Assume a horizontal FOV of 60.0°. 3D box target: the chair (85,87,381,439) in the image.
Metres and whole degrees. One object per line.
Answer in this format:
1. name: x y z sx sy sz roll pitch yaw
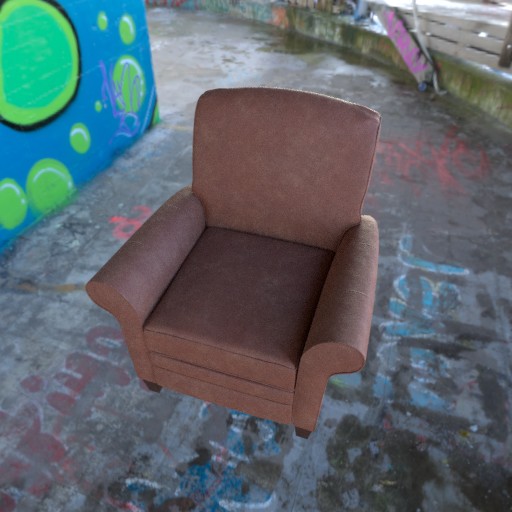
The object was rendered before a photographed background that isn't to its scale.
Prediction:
1. chair: 0.000 0.000 1.795 0.978 1.061 0.902 12 42 14
